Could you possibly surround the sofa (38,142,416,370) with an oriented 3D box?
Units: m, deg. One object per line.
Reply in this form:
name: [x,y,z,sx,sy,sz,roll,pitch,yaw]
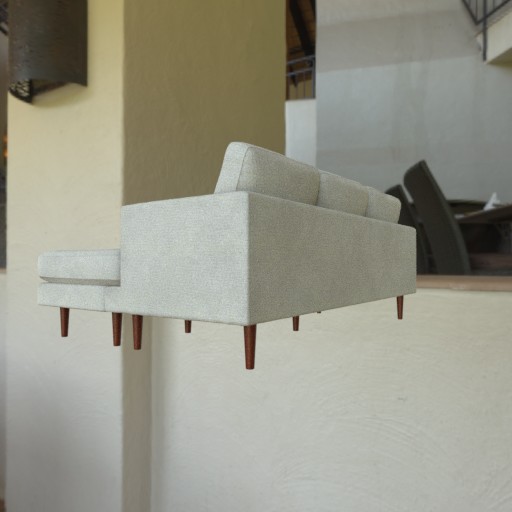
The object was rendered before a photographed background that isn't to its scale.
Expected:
sofa: [0.000,0.000,2.994,1.504,0.956,2.233,-1,-1,36]
